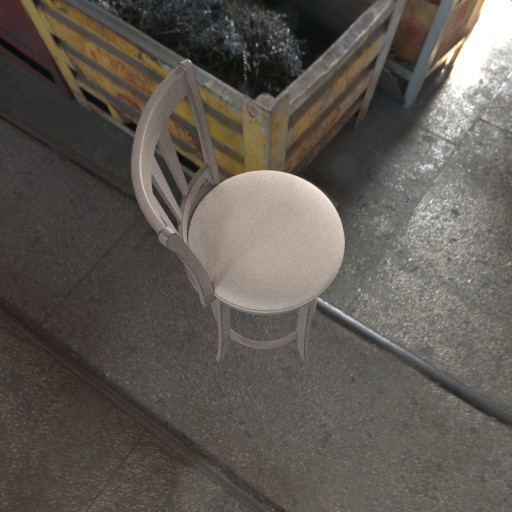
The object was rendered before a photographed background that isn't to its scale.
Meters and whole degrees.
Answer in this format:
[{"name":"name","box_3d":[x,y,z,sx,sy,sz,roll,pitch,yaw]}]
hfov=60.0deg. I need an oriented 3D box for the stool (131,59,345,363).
[{"name":"stool","box_3d":[0.000,0.000,1.295,0.475,1.023,0.436,0,64,0]}]
